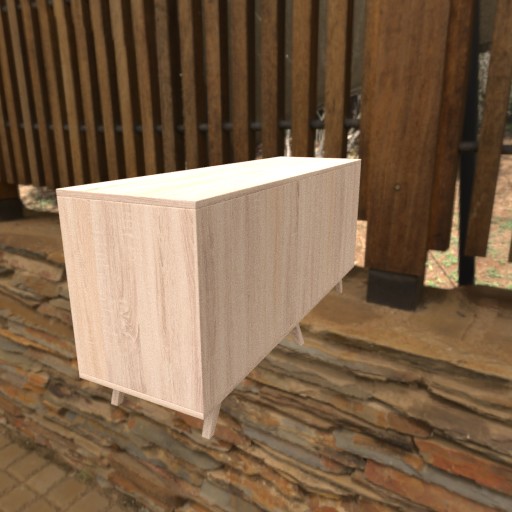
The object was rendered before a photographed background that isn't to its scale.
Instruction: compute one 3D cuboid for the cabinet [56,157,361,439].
[{"bbox_3d":[0.000,0.000,2.027,0.500,0.780,1.650,8,18,26],"label":"cabinet"}]
